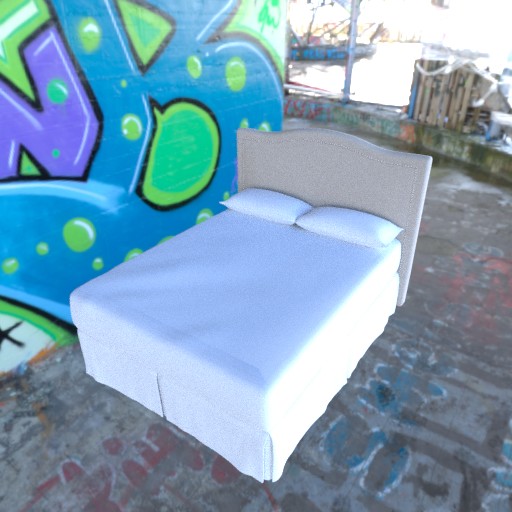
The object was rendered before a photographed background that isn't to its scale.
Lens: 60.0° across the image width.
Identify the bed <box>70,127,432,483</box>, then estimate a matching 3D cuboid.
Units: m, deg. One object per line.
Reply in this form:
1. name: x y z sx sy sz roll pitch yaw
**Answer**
1. bed: 0.000 0.000 3.114 1.678 1.398 2.052 18 33 30
